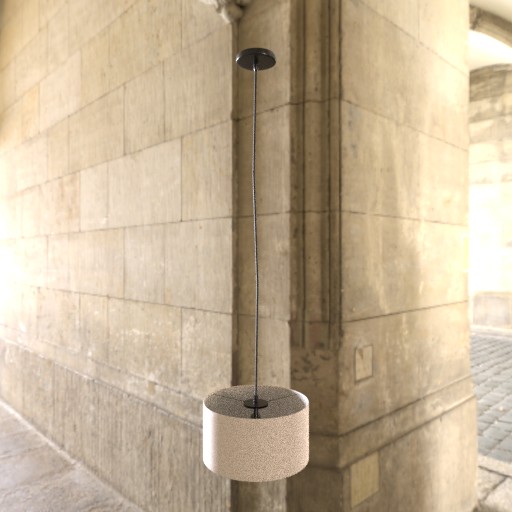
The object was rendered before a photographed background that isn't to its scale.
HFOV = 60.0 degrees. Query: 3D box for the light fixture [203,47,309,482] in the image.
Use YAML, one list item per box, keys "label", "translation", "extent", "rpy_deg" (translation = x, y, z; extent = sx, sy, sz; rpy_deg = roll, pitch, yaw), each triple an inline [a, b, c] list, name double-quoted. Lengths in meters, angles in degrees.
- label: "light fixture"
  translation: [0.000, 0.000, 1.686]
  extent: [0.399, 1.516, 0.399]
  rpy_deg: [0, 0, 0]
